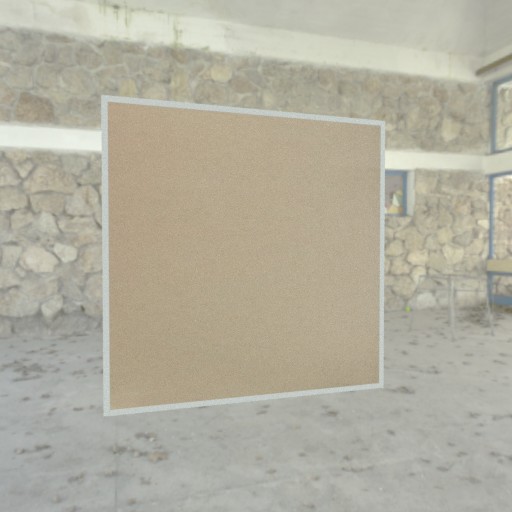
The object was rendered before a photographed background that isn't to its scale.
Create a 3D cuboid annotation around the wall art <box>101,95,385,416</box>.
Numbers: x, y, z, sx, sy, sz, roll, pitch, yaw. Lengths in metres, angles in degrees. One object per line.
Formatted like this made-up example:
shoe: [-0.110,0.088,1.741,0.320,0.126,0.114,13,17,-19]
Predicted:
wall art: [0.000,0.000,1.236,0.809,0.809,0.012,0,1,-17]
